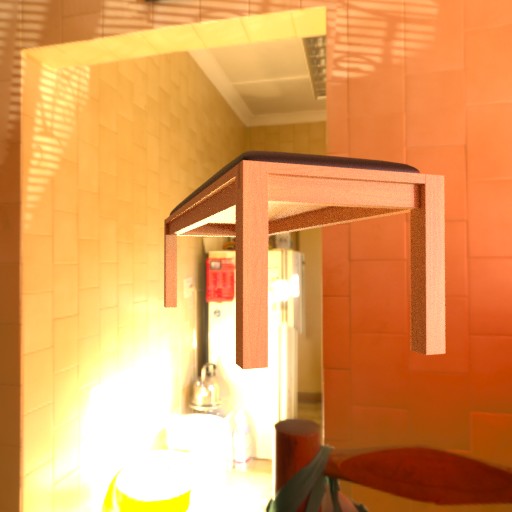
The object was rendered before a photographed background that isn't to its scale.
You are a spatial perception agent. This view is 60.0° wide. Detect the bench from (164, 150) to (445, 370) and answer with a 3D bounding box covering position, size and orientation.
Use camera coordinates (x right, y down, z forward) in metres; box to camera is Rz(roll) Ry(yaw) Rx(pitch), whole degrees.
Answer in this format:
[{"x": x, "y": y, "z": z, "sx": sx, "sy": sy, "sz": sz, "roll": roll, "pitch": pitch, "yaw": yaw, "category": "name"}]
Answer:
[{"x": 0.000, "y": 0.000, "z": 1.445, "sx": 0.450, "sy": 0.430, "sz": 1.202, "roll": 0, "pitch": -1, "yaw": -18, "category": "bench"}]
